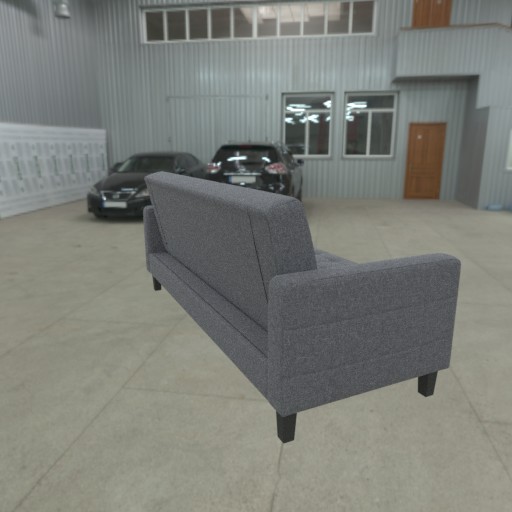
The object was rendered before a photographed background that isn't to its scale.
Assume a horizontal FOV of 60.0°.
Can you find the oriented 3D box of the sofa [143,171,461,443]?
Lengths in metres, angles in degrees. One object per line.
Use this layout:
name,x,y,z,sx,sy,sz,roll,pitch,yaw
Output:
sofa,0.000,0.000,2.444,0.810,0.850,2.040,-7,15,-25
